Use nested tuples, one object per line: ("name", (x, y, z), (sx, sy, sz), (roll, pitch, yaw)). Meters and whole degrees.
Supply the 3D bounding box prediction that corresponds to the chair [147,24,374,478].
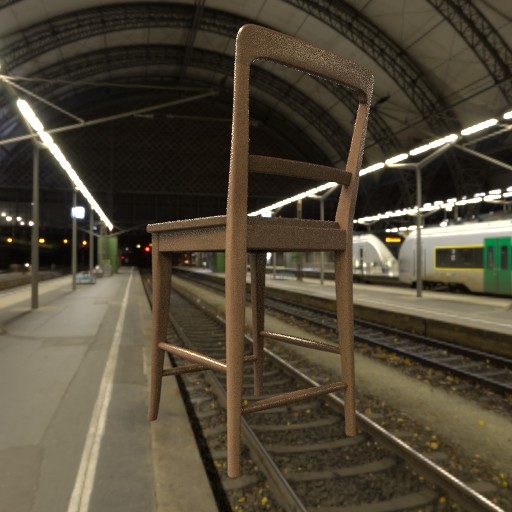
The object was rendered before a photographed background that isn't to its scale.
("chair", (0.000, 0.000, 1.257), (0.450, 0.991, 0.546), (0, -1, -37))
